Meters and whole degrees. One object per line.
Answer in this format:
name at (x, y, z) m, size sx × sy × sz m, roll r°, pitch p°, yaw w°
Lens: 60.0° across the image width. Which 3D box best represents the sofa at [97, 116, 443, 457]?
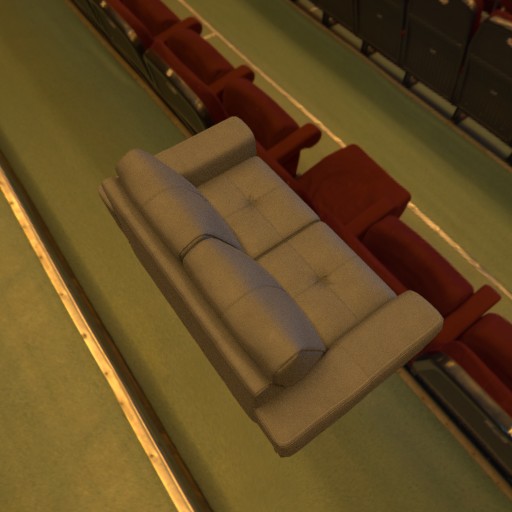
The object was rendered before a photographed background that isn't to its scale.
sofa at (0.000, 0.000, 2.418) m, size 1.018 × 0.907 × 1.806 m, roll -32°, pitch 64°, yaw -18°
